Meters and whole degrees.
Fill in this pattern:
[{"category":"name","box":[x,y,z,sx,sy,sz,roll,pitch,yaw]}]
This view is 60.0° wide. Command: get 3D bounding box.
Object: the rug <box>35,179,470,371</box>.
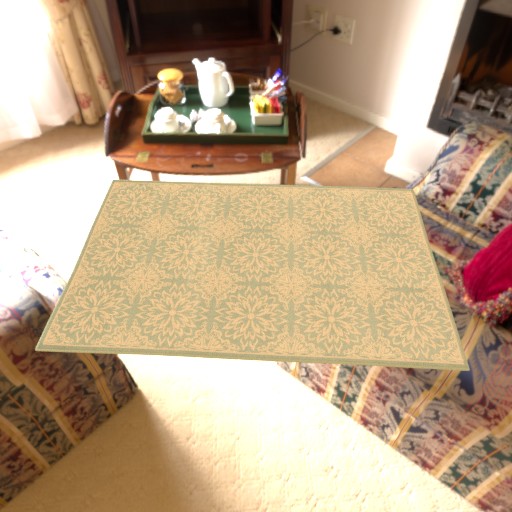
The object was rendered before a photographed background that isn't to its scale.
[{"category":"rug","box":[0.000,0.000,3.420,2.746,0.018,1.819,2,46,2]}]
